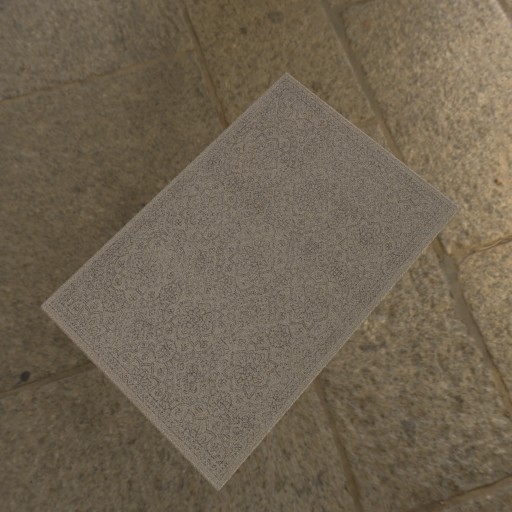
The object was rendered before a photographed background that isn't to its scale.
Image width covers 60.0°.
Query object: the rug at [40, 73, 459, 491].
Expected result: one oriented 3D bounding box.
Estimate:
[{"bbox_3d":[0.000,0.000,2.813,1.524,0.011,2.286,42,79,10],"label":"rug"}]
